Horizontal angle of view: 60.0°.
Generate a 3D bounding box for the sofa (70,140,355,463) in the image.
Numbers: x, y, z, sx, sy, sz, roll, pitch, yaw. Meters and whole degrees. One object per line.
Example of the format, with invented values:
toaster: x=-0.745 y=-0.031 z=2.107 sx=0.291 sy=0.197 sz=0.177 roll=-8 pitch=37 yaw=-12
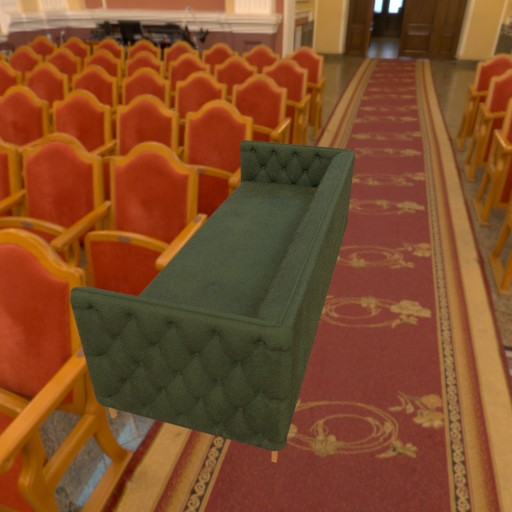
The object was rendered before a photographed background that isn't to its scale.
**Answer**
sofa: x=0.000 y=0.000 z=2.667 sx=0.895 sy=0.771 sz=2.209 roll=9 pitch=32 yaw=14
